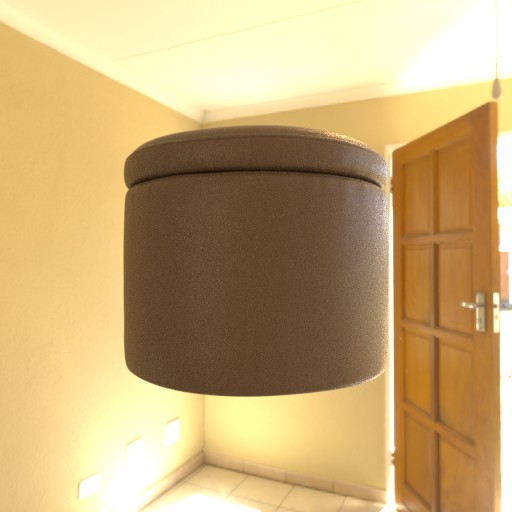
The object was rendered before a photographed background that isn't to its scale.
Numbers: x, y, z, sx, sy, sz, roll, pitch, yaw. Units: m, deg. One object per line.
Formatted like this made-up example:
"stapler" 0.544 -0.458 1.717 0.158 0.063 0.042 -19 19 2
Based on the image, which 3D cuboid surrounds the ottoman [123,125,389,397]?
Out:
"ottoman" 0.000 0.000 0.872 0.500 0.409 0.500 0 -1 0
